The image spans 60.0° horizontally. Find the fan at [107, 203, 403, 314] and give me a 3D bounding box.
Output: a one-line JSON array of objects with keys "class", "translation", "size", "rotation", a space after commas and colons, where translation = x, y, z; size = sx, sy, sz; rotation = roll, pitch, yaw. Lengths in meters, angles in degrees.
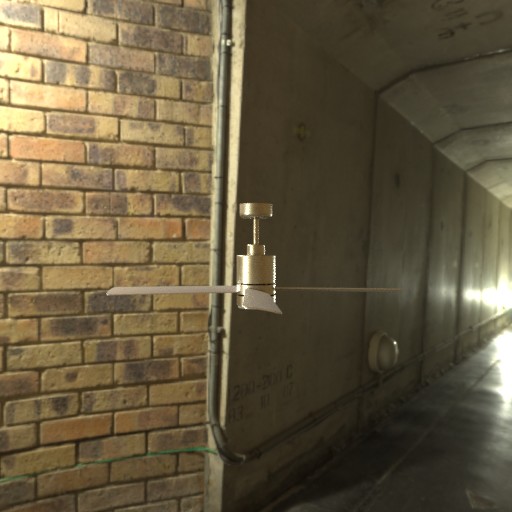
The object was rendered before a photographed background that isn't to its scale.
[{"class": "fan", "translation": [0.000, 0.000, 2.330], "size": [1.525, 0.539, 1.525], "rotation": [0, 1, -1]}]
